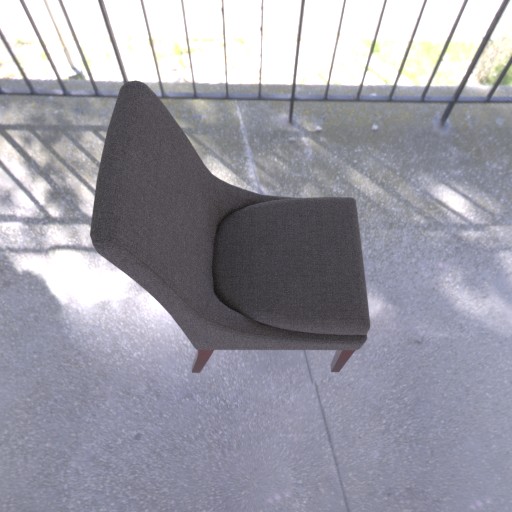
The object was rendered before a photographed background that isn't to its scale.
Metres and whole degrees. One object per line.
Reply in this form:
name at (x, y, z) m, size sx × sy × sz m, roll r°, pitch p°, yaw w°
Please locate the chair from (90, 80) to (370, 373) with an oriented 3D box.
chair at (0.000, 0.000, 1.347) m, size 0.655 × 0.952 × 0.508 m, roll 0°, pitch 63°, yaw 0°
